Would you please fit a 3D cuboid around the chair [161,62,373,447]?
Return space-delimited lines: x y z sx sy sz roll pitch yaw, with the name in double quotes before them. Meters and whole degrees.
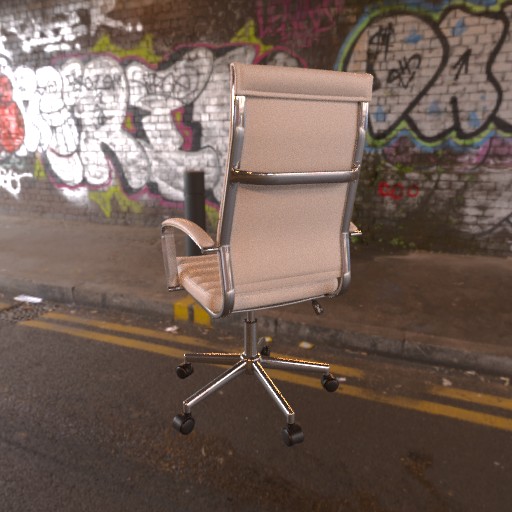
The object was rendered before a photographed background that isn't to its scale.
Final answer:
"chair" 0.000 0.000 1.561 0.679 1.149 0.679 -7 16 -26
